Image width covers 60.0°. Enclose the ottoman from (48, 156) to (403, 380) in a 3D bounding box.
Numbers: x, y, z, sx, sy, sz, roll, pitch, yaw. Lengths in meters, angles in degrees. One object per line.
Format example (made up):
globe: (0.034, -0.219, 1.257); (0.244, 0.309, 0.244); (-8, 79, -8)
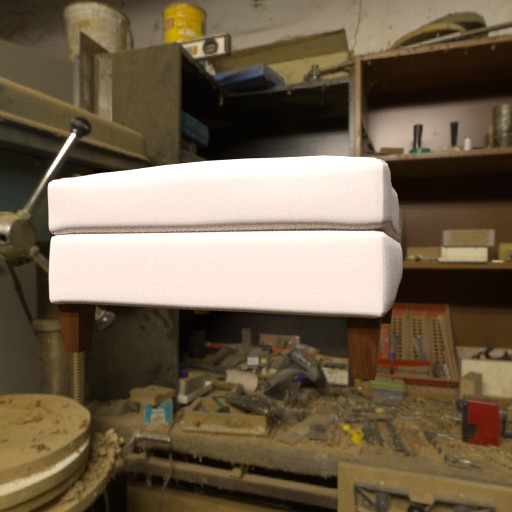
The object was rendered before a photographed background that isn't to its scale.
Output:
ottoman: (0.000, 0.000, 1.353); (0.838, 0.479, 0.838); (0, 1, 19)
